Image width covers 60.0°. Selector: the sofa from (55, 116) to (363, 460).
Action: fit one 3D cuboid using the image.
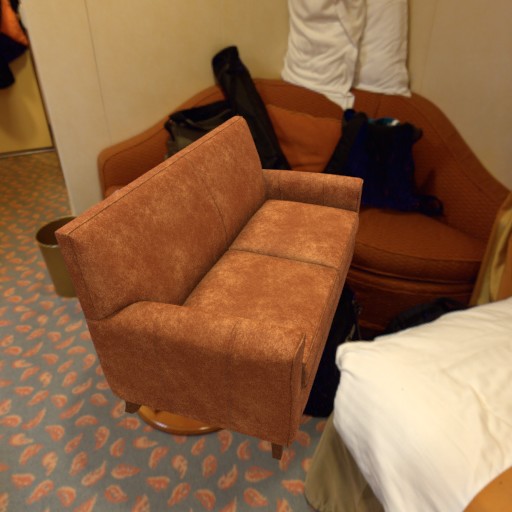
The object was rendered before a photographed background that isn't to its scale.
[{"bbox_3d":[0.000,0.000,2.037,0.787,0.871,1.473,10,33,16],"label":"sofa"}]
